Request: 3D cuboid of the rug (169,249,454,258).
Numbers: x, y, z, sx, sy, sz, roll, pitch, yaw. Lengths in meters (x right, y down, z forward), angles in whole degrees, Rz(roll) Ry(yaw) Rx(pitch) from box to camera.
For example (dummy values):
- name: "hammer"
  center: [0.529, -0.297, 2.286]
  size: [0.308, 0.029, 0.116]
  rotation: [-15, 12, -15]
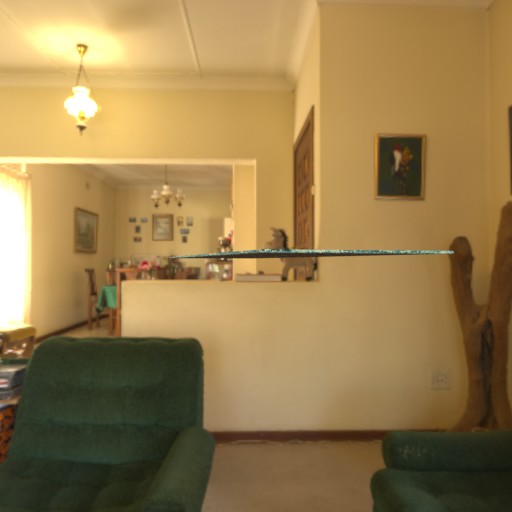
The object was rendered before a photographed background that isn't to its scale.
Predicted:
- name: "rug"
  center: [0.000, 0.000, 2.678]
  size: [0.750, 0.011, 2.435]
  rotation: [0, -1, -18]
